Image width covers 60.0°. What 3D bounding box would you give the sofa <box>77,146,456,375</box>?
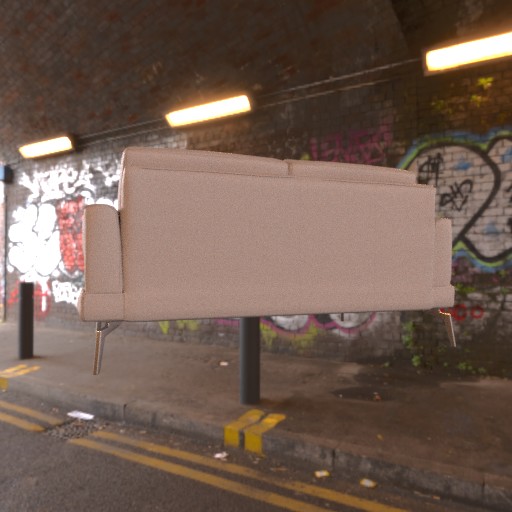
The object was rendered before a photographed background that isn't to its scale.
[{"bbox_3d":[0.000,0.000,2.457,1.819,0.930,1.121,0,-1,-19],"label":"sofa"}]
